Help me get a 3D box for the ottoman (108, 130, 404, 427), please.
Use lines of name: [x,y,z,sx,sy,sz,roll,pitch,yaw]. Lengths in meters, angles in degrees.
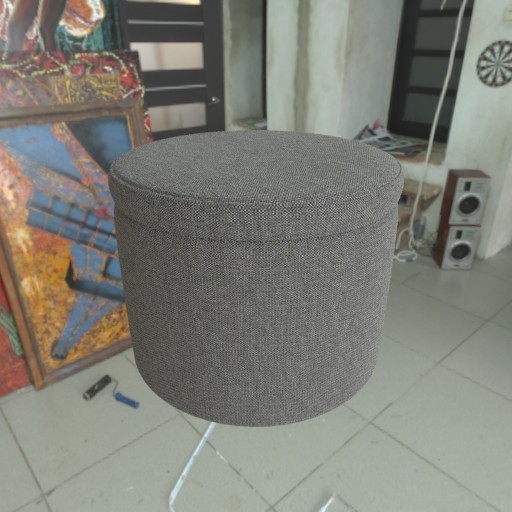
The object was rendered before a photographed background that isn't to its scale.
ottoman: [0.000,0.000,0.885,0.520,0.430,0.520,0,26,0]
